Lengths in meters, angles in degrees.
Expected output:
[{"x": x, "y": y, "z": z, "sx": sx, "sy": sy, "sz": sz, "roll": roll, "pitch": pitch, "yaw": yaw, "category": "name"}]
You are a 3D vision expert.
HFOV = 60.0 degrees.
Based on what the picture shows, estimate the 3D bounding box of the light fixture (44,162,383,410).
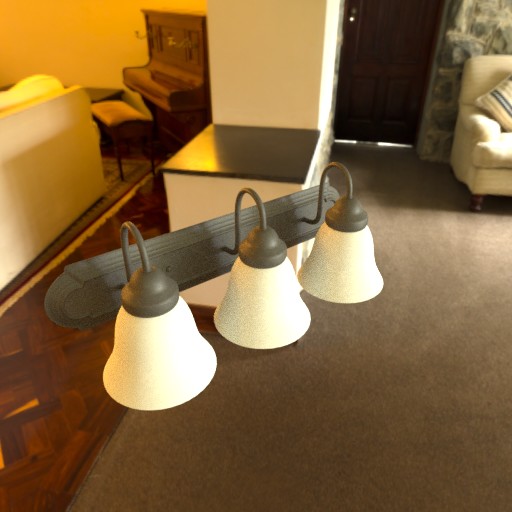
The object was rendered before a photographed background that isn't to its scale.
[{"x": 0.000, "y": 0.000, "z": 0.714, "sx": 0.610, "sy": 0.222, "sz": 0.199, "roll": -22, "pitch": 37, "yaw": -32, "category": "light fixture"}]
